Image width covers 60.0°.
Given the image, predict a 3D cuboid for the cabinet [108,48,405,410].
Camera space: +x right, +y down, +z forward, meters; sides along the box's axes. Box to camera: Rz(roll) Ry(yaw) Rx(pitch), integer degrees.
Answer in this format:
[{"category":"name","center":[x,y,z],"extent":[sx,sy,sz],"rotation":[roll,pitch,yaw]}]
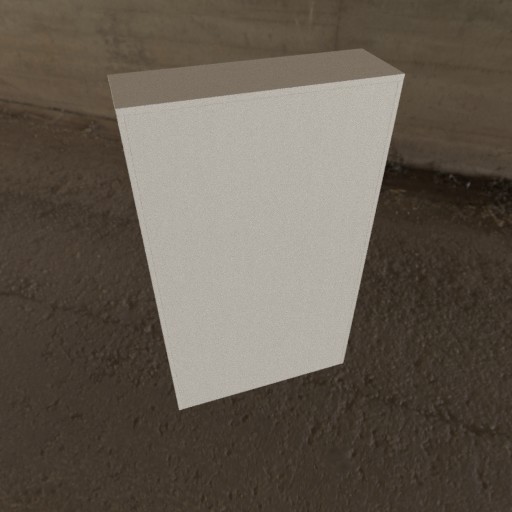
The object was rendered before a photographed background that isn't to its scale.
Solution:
[{"category":"cabinet","center":[0.000,0.000,1.594],"extent":[0.750,1.280,0.250],"rotation":[-12,42,-14]}]
